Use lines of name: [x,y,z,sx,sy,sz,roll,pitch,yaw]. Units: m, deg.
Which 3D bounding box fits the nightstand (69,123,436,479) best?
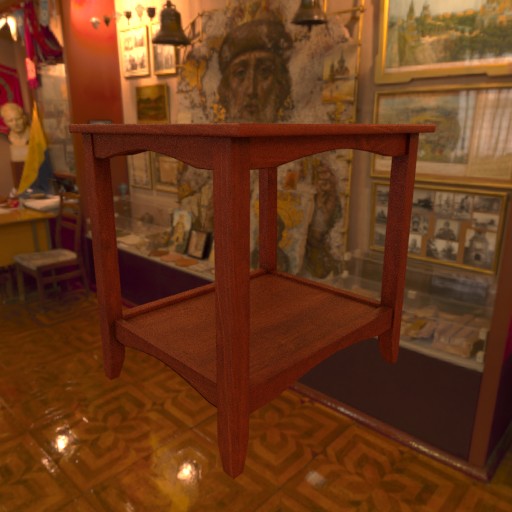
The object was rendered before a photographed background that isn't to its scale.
nightstand: [0.000,0.000,0.980,0.558,0.558,0.501,-16,23,-43]
